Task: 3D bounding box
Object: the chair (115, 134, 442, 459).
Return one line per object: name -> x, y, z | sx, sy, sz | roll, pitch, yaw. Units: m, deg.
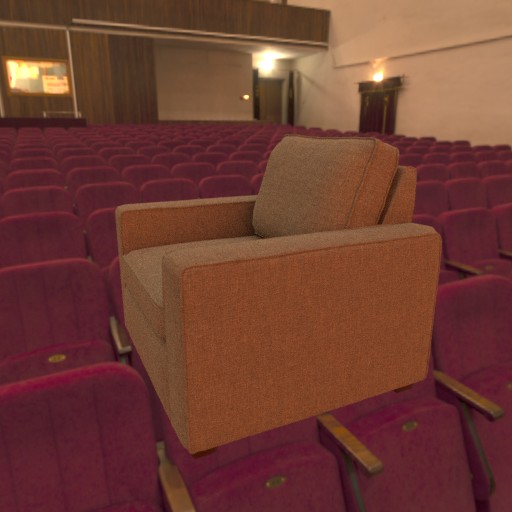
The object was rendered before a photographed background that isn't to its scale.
chair -> 0.000, 0.000, 1.746 | 0.940, 0.914, 1.016 | -8, 18, -25
